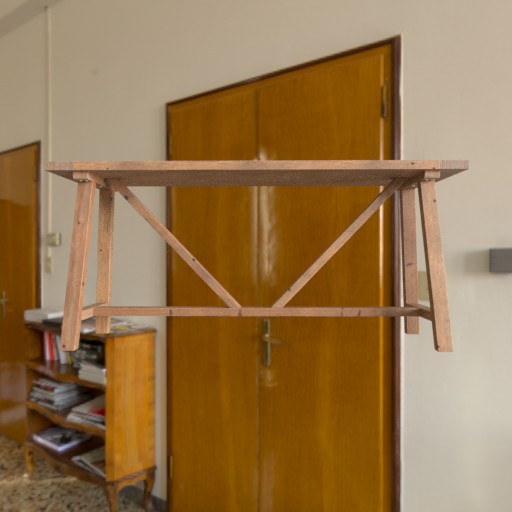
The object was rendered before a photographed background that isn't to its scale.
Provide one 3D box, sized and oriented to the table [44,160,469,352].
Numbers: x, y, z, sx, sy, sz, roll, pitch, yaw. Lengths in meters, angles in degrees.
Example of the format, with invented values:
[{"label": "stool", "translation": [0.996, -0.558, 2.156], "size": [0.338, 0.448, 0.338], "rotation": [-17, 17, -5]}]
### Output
[{"label": "table", "translation": [0.000, 0.000, 2.110], "size": [1.800, 0.810, 0.465], "rotation": [0, 0, 1]}]
